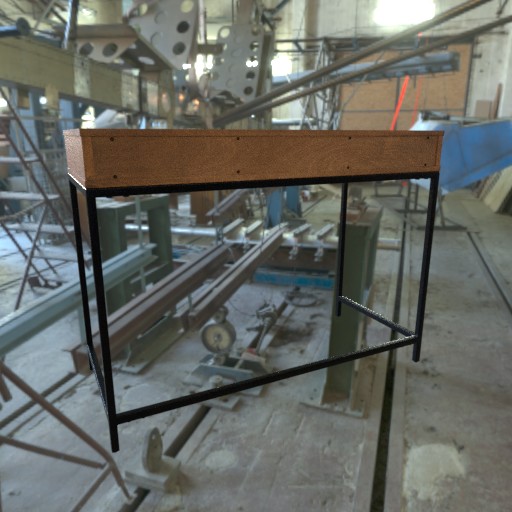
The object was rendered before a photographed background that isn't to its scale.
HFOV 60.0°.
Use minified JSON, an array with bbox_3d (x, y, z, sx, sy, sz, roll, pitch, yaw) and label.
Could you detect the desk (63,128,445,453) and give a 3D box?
[{"bbox_3d":[0.000,0.000,1.399,1.016,0.762,0.470,-7,17,-26],"label":"desk"}]
